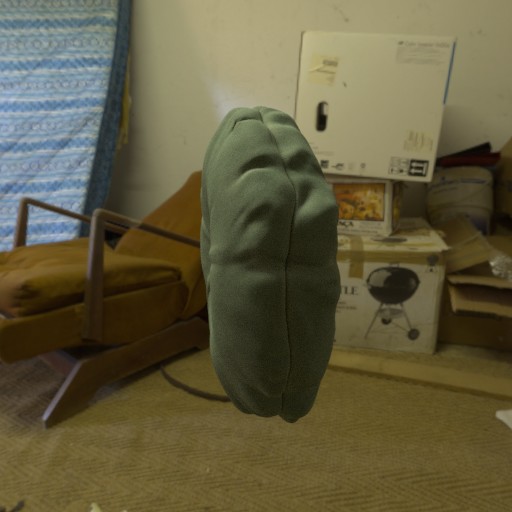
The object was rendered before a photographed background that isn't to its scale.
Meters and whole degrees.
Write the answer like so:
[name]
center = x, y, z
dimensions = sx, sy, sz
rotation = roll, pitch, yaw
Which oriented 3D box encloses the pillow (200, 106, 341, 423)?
[pillow]
center = 0.000, 0.000, 0.634
dimensions = 0.148, 0.407, 0.428
rotation = -3, 16, -10
